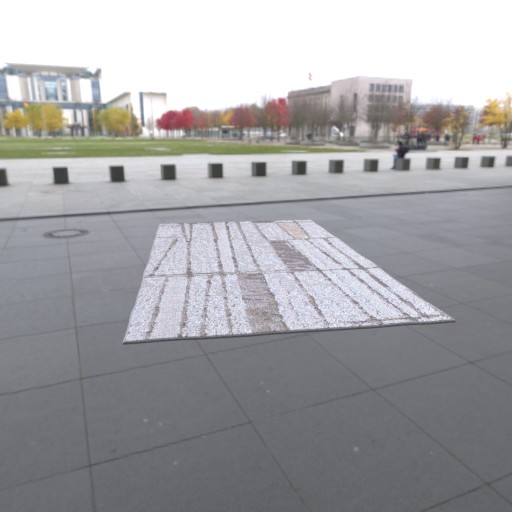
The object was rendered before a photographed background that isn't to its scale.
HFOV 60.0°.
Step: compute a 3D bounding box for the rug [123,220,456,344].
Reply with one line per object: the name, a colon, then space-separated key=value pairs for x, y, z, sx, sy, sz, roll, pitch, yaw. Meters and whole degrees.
rug: x=0.000 y=0.000 z=1.078 sx=0.515 sy=0.007 sz=0.867 roll=-2 pitch=16 yaw=-8
